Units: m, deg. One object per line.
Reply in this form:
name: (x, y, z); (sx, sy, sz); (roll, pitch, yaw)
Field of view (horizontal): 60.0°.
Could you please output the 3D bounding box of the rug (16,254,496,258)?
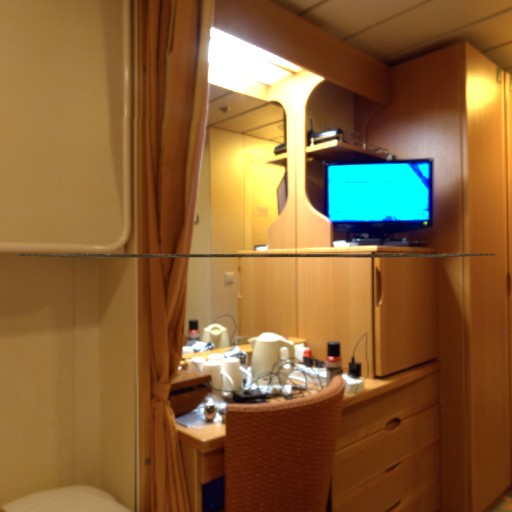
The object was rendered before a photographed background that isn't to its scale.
rug: (0.000, 0.000, 2.617); (2.434, 0.012, 0.760); (0, -1, 1)
